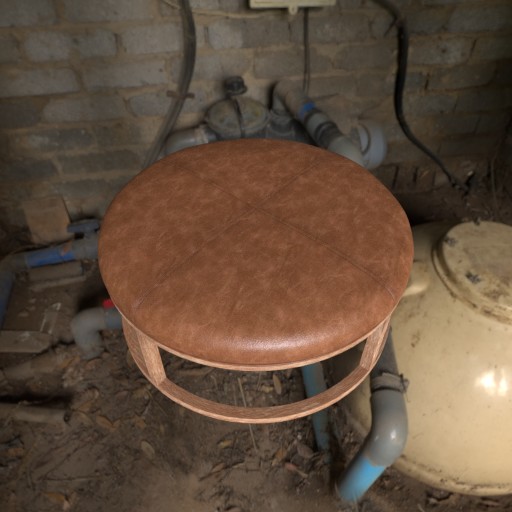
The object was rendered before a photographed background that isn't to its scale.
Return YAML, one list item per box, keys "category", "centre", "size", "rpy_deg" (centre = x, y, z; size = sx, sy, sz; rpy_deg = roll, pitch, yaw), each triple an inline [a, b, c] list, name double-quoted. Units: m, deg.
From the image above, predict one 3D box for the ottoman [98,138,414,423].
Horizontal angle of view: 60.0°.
- category: "ottoman"
  centre: [0.000, 0.000, 1.545]
  size: [1.006, 0.445, 1.006]
  rpy_deg: [0, 45, 0]
